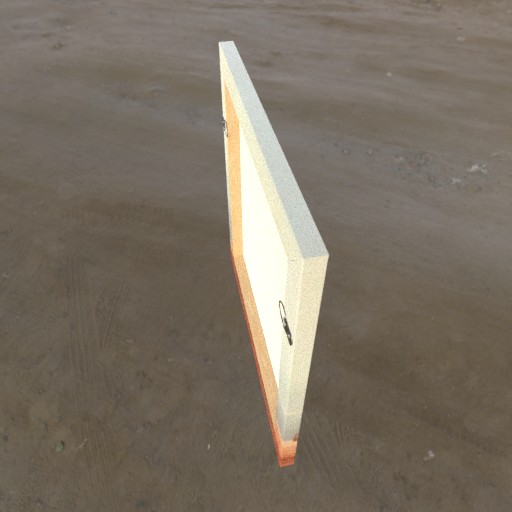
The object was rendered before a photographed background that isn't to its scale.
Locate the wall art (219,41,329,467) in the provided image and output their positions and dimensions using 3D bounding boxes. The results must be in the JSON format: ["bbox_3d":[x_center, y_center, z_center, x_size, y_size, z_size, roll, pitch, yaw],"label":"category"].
[{"bbox_3d":[0.000,0.000,0.592,0.023,0.405,0.405,-8,46,-8],"label":"wall art"}]
